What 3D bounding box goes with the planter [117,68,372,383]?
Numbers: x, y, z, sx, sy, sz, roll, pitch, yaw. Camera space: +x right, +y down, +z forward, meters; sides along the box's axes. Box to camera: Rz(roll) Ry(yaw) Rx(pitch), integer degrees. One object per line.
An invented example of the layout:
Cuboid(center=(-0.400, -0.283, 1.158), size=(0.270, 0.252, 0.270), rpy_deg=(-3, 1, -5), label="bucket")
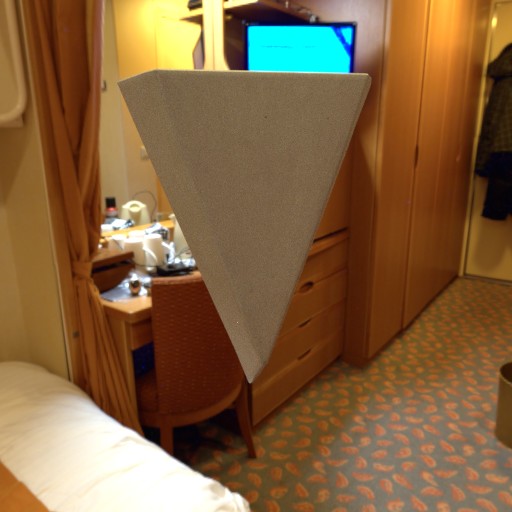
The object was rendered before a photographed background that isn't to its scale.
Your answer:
Cuboid(center=(0.000, 0.000, 0.264), size=(0.150, 0.197, 0.060), rpy_deg=(-3, 15, -9), label="planter")
